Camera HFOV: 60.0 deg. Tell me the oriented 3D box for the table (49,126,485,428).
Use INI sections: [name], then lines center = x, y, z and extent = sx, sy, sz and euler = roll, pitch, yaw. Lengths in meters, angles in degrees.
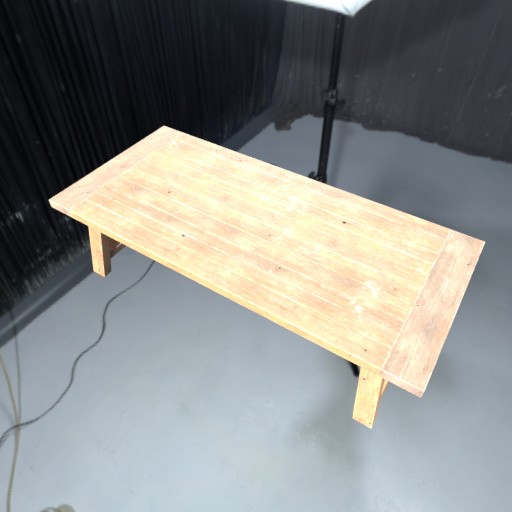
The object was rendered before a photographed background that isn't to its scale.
[table]
center = 0.000, 0.000, 2.157
extent = 1.800, 0.465, 0.820
euler = 25, 50, 22
